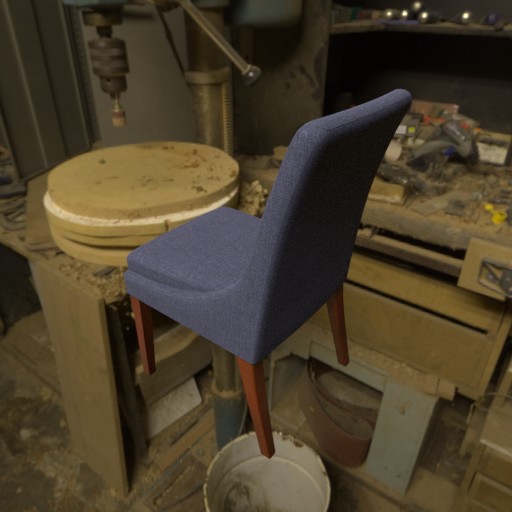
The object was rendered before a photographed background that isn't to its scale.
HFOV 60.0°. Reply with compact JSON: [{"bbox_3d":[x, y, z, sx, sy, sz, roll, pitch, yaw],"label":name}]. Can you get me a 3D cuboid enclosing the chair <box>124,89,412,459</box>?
[{"bbox_3d":[0.000,0.000,1.320,0.655,0.952,0.508,21,37,32],"label":"chair"}]
